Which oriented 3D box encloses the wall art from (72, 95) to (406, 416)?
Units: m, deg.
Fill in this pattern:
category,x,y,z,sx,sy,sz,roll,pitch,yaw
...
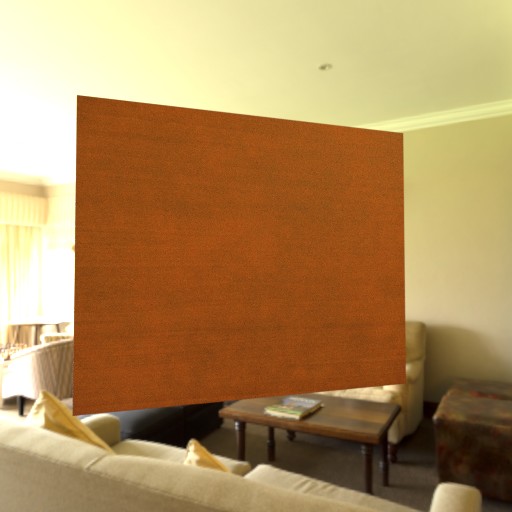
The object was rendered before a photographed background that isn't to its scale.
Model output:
category,x,y,z,sx,sy,sz,roll,pitch,yaw
wall art,0.000,0.000,0.531,0.401,0.328,0.030,1,-2,-19
